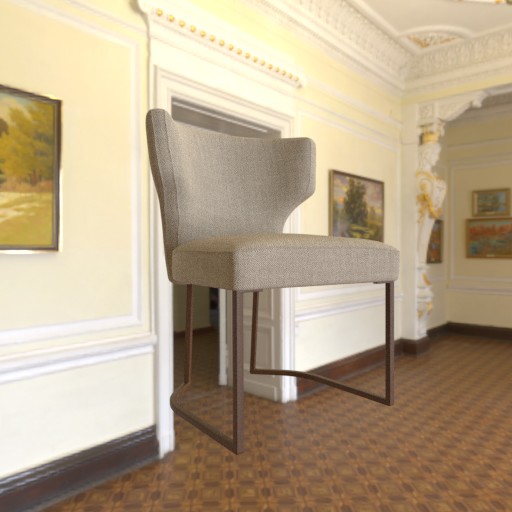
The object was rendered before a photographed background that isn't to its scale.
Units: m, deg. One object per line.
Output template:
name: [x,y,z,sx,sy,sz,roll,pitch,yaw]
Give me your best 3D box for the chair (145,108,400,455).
chair: [0.000,0.000,1.305,0.611,0.824,0.617,-1,1,-36]
